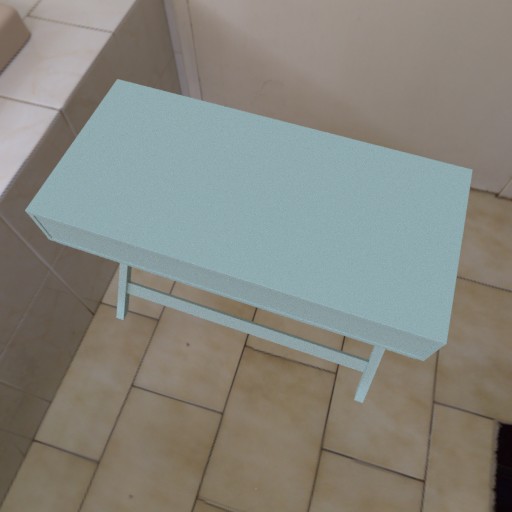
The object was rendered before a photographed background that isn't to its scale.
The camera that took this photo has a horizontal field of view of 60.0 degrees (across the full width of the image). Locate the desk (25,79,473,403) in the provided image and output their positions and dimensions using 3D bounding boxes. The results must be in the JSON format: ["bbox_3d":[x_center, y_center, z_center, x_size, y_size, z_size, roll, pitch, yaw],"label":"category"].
[{"bbox_3d":[0.000,0.000,1.503,1.057,0.780,0.525,17,64,9],"label":"desk"}]
